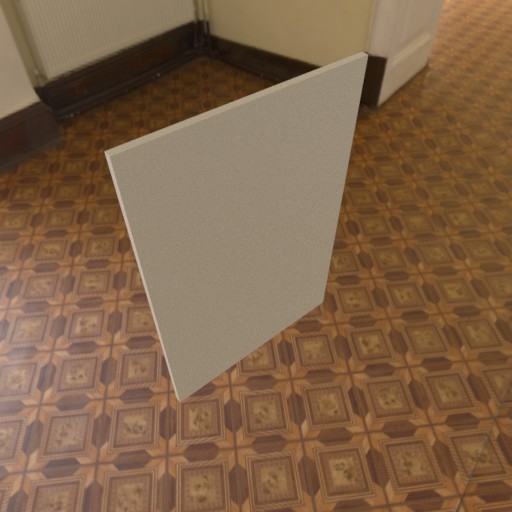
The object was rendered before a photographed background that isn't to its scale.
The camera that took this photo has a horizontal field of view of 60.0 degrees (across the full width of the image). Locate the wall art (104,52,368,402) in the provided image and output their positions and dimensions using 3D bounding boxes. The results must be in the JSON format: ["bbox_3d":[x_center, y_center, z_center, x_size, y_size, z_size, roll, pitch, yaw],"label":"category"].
[{"bbox_3d":[0.000,0.000,0.620,0.325,0.474,0.010,-30,54,-25],"label":"wall art"}]
